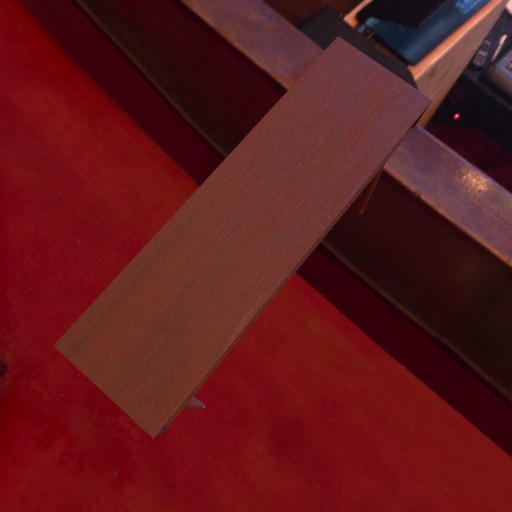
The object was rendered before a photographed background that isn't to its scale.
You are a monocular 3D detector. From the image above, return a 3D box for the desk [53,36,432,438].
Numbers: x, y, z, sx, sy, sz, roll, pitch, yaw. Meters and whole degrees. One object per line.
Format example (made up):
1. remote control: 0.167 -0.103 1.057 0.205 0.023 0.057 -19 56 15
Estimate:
1. desk: 0.000 0.000 1.653 0.384 0.917 1.204 39 79 9
